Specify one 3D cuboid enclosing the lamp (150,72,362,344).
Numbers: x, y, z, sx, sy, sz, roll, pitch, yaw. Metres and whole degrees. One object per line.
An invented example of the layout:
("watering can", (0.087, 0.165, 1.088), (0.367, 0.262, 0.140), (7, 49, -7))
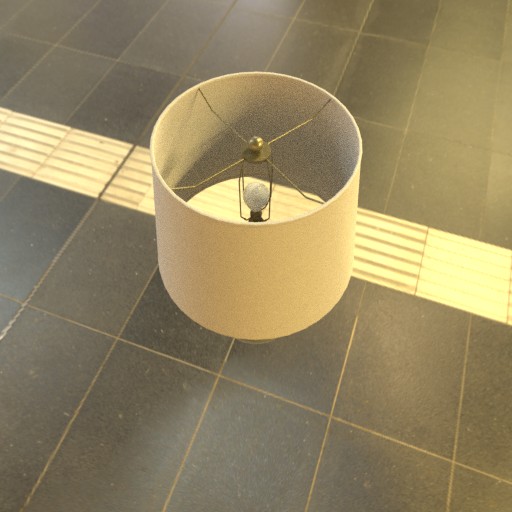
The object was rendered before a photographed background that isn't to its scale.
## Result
("lamp", (0.000, 0.000, 0.564), (0.239, 0.399, 0.239), (0, 59, 0))
